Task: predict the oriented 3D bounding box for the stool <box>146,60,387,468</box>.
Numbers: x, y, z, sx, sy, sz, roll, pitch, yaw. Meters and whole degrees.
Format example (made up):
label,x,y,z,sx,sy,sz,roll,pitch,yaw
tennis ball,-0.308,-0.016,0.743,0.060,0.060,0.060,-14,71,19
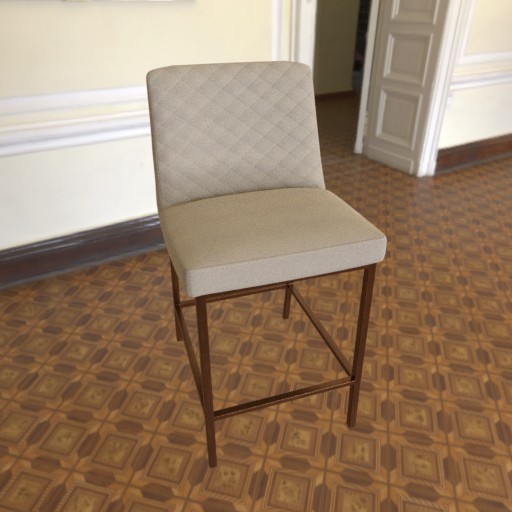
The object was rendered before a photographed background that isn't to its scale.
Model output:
label,x,y,z,sx,sy,sz,roll,pitch,yaw
stool,0.000,0.000,1.275,0.507,0.973,0.576,-9,32,-16
